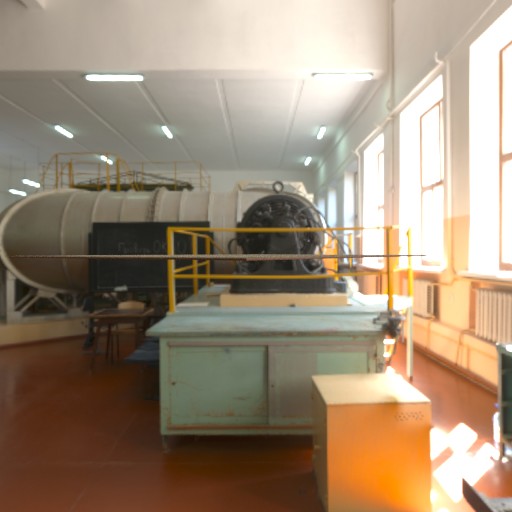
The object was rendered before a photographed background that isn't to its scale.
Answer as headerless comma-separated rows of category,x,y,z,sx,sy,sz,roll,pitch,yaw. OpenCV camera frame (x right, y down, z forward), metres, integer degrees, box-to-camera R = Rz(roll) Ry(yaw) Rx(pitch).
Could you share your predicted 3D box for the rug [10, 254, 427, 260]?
rug,0.000,0.000,2.237,1.219,0.008,1.829,0,1,35
